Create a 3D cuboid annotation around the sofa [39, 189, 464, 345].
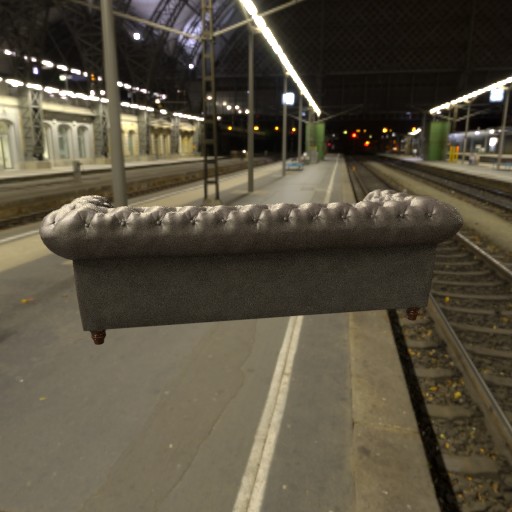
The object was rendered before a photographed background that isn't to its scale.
[{"bbox_3d":[0.000,0.000,2.850,2.385,0.783,0.944,-3,14,-10],"label":"sofa"}]
